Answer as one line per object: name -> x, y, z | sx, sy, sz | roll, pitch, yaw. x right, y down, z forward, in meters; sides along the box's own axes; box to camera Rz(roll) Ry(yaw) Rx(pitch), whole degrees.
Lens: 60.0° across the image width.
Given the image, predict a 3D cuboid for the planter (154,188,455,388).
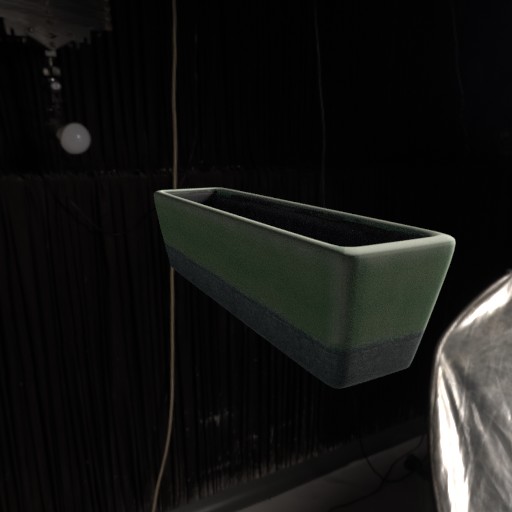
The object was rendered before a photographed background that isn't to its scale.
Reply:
planter -> 0.000, 0.000, 0.315 | 0.072, 0.072, 0.275 | -7, 16, -27
